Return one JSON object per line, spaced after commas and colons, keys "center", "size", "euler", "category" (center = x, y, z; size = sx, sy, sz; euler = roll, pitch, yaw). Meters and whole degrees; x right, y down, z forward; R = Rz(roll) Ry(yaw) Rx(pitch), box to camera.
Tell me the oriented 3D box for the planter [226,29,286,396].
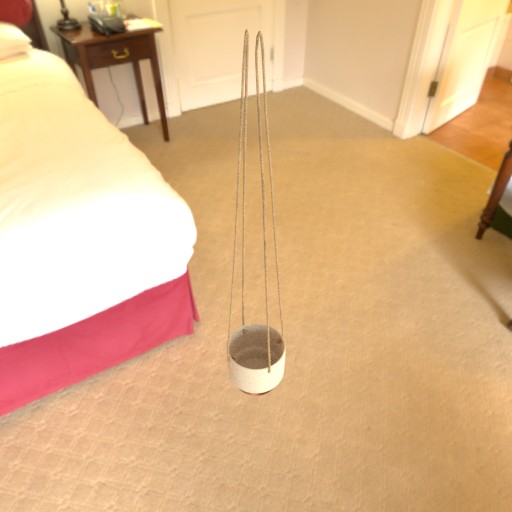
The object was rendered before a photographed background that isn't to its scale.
{"center": [0.000, 0.000, 0.901], "size": [0.146, 0.841, 0.146], "euler": [13, 42, 15], "category": "planter"}
